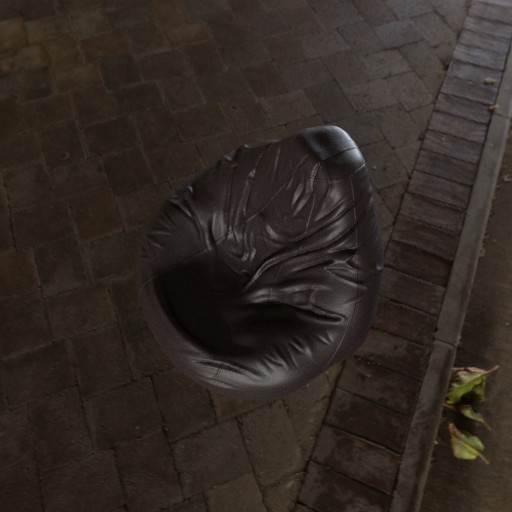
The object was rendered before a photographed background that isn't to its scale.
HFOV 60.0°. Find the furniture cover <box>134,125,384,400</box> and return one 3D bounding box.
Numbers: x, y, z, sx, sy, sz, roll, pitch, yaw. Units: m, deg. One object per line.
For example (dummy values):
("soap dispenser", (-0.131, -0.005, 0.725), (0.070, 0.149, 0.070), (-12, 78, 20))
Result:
("furniture cover", (0.000, 0.000, 1.886), (1.070, 0.990, 1.070), (-31, 68, -14))
